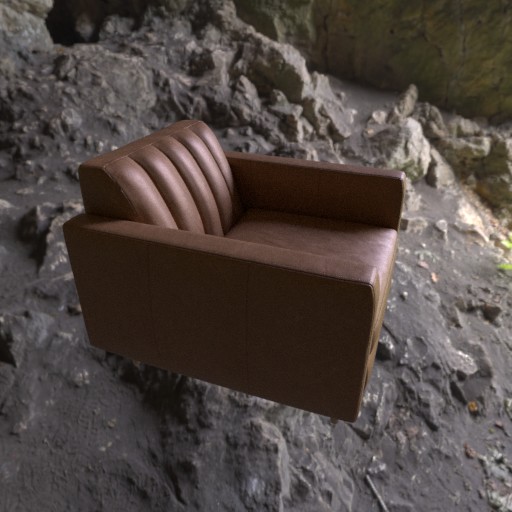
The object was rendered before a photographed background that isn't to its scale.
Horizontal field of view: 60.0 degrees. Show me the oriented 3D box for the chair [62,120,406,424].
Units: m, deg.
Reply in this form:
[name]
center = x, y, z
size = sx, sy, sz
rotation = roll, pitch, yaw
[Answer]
[chair]
center = 0.000, 0.000, 1.692
size = 0.998, 0.819, 0.953
rotation = 11, 31, 18
